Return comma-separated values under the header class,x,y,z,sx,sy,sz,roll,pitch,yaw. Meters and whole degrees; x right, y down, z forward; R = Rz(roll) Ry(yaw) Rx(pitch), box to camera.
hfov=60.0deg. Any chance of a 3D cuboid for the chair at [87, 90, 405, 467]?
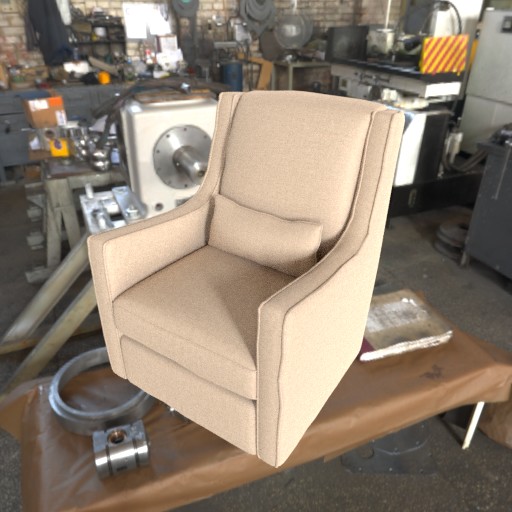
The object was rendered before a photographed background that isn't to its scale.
class,x,y,z,sx,sy,sz,roll,pitch,yaw
chair,0.000,0.000,1.558,0.732,0.993,0.879,18,35,29
